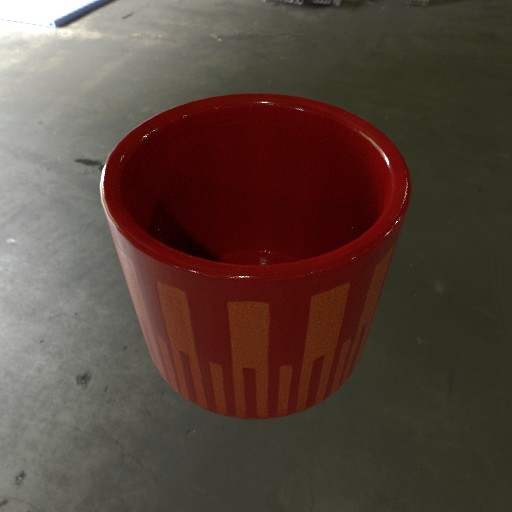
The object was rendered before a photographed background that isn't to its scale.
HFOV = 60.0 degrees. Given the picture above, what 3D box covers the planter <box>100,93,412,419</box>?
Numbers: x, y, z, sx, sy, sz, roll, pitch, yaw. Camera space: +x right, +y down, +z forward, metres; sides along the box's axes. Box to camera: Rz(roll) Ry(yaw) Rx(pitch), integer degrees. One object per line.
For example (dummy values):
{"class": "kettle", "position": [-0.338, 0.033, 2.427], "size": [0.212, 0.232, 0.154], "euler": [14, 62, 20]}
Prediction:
{"class": "planter", "position": [0.000, 0.000, 0.404], "size": [0.230, 0.202, 0.230], "euler": [0, 46, 0]}
